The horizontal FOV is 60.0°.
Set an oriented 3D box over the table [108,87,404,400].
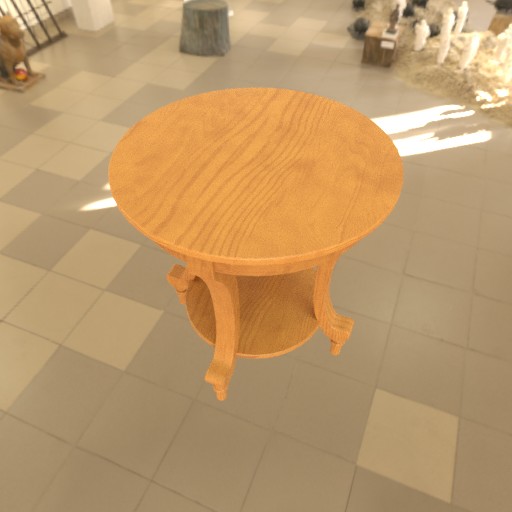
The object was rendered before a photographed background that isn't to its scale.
[{"bbox_3d":[0.000,0.000,1.137,0.597,0.612,0.597,0,46,0],"label":"table"}]
